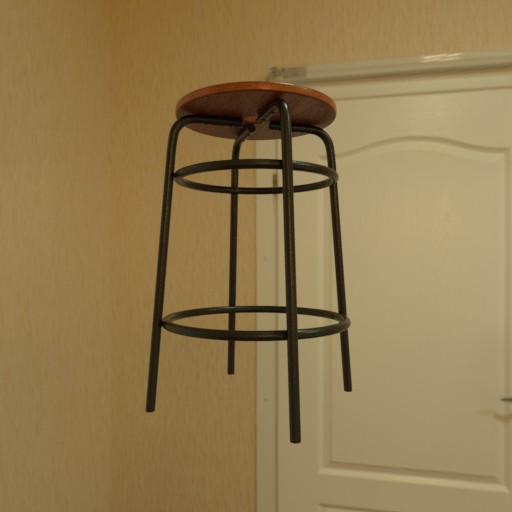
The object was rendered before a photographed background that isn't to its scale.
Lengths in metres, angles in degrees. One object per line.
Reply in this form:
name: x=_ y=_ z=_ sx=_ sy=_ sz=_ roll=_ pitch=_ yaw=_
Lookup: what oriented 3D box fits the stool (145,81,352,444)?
stool: x=0.000 y=0.000 z=0.937 sx=0.455 sy=0.610 sz=0.455 roll=0 pitch=0 yaw=-17
